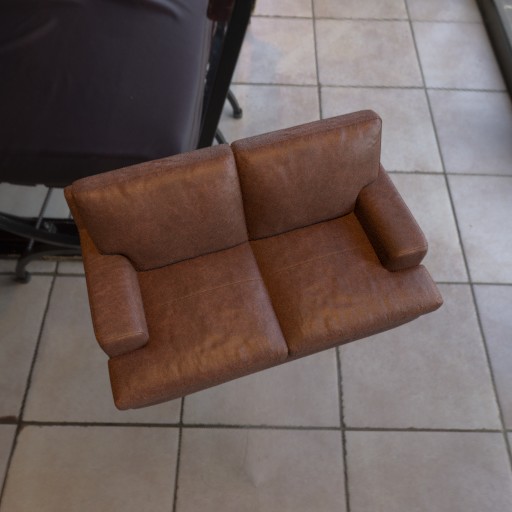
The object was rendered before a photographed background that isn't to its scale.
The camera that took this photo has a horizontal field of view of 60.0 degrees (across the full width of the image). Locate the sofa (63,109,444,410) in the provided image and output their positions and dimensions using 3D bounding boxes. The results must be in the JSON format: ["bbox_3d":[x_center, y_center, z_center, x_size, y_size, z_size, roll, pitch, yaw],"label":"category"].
[{"bbox_3d":[0.000,0.000,2.488,1.880,0.939,1.143,-16,64,-8],"label":"sofa"}]
